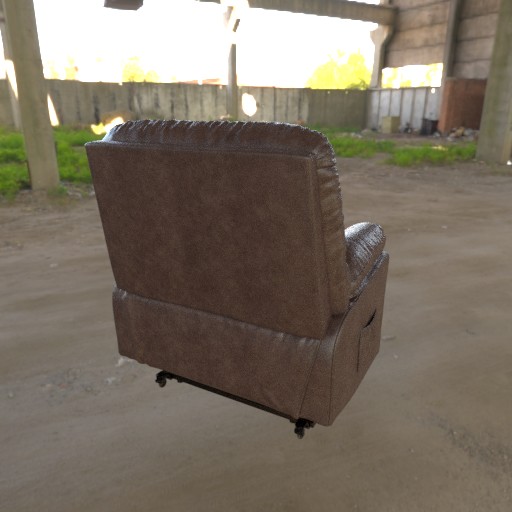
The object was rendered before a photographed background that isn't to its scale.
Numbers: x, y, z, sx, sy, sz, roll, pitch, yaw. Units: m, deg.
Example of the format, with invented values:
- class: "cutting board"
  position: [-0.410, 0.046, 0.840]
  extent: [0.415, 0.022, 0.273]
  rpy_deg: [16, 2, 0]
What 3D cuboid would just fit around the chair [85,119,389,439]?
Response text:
- class: "chair"
  position: [0.000, 0.000, 1.751]
  extent: [0.940, 1.041, 0.879]
  rpy_deg: [10, 21, 27]
